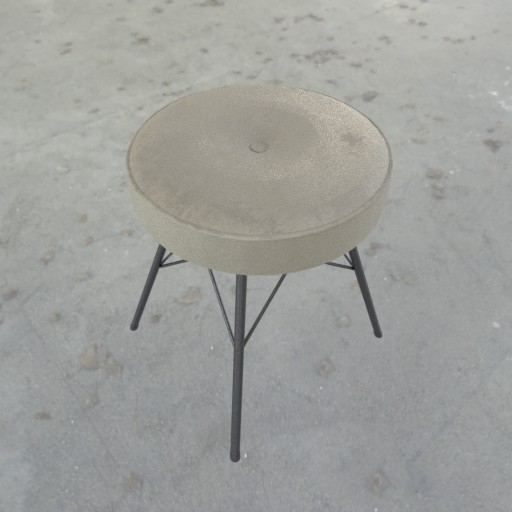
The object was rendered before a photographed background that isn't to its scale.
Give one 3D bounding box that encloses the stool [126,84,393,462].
[{"bbox_3d":[0.000,0.000,0.873,0.457,0.538,0.423,-32,55,-26],"label":"stool"}]
